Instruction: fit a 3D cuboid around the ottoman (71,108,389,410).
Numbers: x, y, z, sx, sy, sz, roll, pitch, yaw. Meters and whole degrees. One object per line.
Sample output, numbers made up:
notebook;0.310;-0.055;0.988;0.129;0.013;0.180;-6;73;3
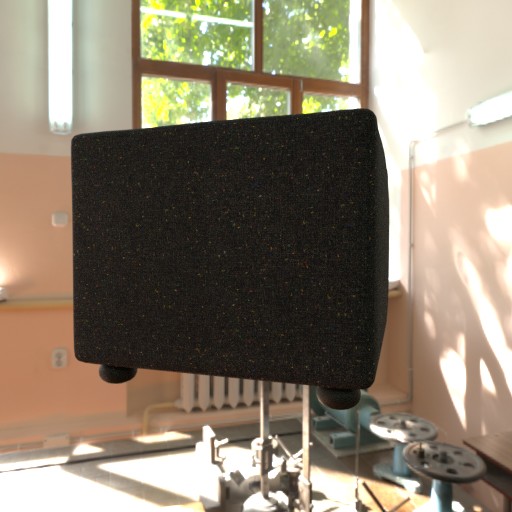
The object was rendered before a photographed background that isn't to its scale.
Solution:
ottoman;0.000;0.000;0.891;0.508;0.432;0.508;0;1;18
